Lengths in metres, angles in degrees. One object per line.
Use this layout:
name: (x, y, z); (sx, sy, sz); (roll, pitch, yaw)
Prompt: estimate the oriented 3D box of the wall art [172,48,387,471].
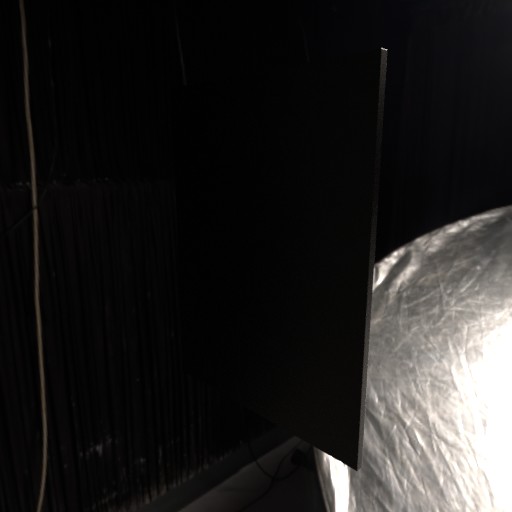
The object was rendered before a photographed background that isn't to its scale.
wall art: (0.000, 0.000, 0.752); (0.013, 0.582, 0.442); (-12, 18, -43)
